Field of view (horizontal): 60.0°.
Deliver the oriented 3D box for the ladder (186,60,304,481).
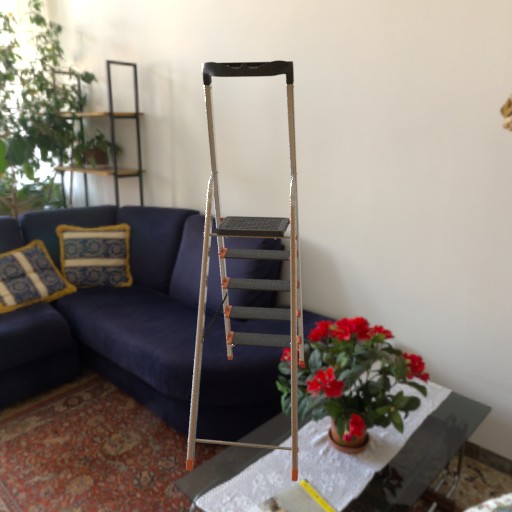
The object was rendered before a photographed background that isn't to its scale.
[{"bbox_3d":[0.000,0.000,2.113,0.480,1.646,0.995,2,16,7],"label":"ladder"}]
